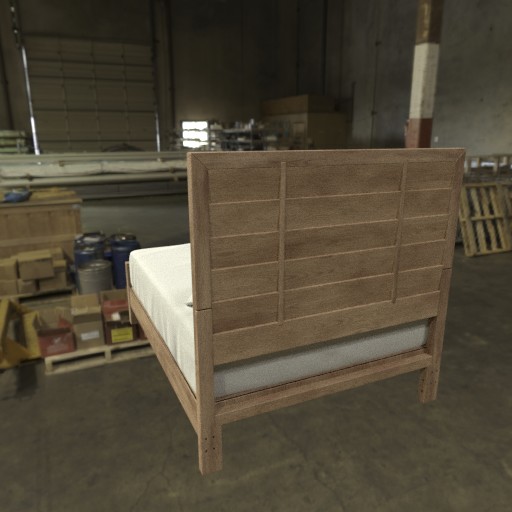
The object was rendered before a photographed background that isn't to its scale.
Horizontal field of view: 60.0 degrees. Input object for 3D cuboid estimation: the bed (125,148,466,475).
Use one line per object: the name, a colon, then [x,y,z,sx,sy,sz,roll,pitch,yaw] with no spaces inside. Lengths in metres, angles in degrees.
bed: [0.000,0.000,3.362,1.626,1.626,2.197,-7,17,-24]
